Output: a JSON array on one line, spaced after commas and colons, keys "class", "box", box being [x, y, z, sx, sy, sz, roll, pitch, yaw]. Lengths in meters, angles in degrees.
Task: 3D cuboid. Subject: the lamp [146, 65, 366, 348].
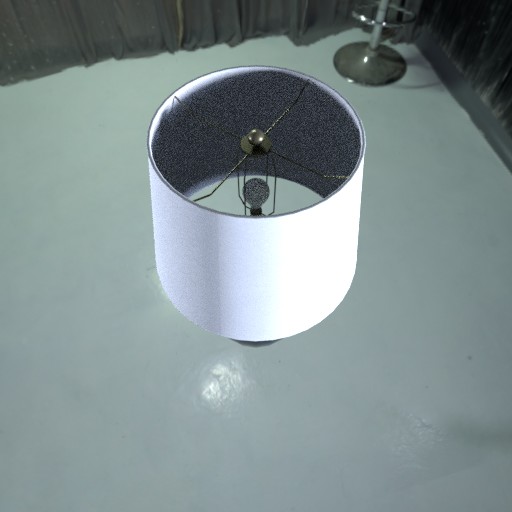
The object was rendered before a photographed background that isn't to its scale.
[{"class": "lamp", "box": [0.000, 0.000, 0.551, 0.239, 0.399, 0.239, 0, 58, 0]}]
